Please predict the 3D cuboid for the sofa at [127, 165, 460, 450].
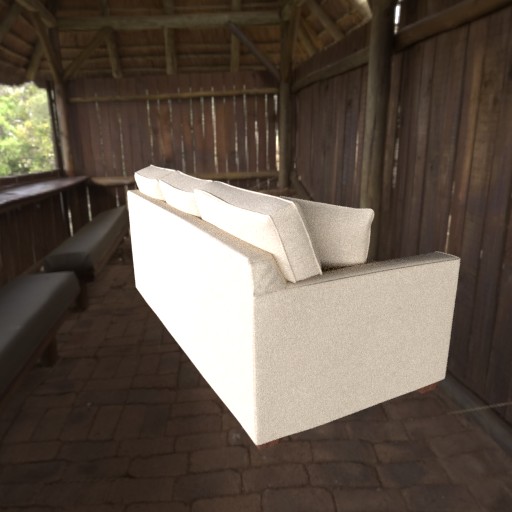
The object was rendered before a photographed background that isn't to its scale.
[{"bbox_3d":[0.000,0.000,2.554,1.034,0.946,1.962,-8,17,-26],"label":"sofa"}]
